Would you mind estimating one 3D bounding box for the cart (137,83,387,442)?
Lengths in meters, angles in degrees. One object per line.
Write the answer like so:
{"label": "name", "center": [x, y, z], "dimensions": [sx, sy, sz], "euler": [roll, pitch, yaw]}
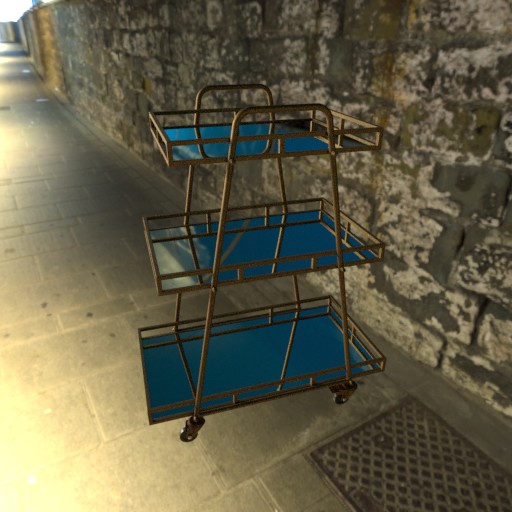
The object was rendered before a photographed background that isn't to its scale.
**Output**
{"label": "cart", "center": [0.000, 0.000, 1.270], "dimensions": [0.711, 0.883, 0.441], "euler": [-8, 28, -15]}
